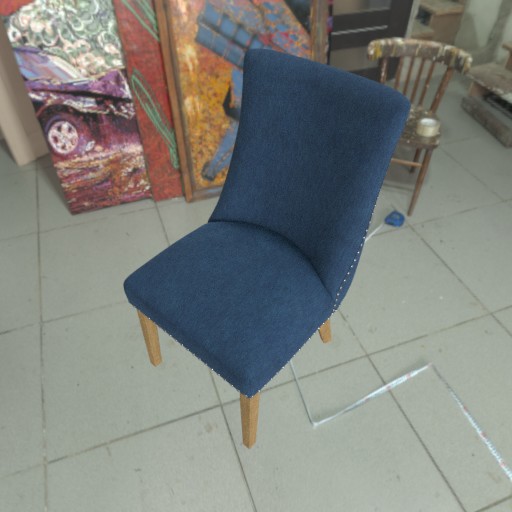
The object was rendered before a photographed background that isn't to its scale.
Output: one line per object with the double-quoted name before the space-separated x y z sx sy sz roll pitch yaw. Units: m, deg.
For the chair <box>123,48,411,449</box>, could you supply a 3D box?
"chair" 0.000 0.000 1.256 0.495 0.902 0.610 31 53 27
